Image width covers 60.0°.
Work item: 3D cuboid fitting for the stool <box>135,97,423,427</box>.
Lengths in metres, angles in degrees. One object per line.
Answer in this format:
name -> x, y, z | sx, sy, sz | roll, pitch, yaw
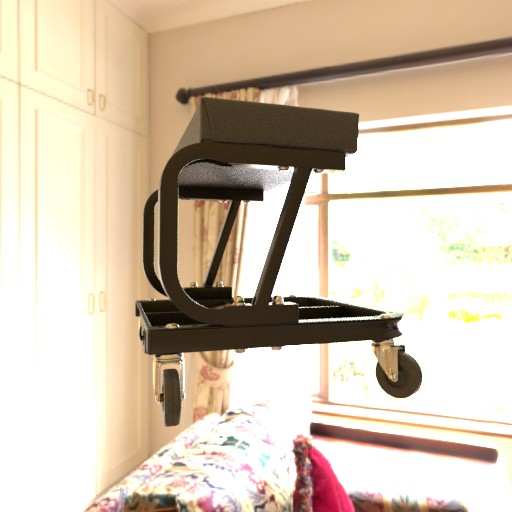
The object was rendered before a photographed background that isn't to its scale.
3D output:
stool -> 0.000, 0.000, 0.731 | 0.371, 0.380, 0.446 | 0, 0, -17
